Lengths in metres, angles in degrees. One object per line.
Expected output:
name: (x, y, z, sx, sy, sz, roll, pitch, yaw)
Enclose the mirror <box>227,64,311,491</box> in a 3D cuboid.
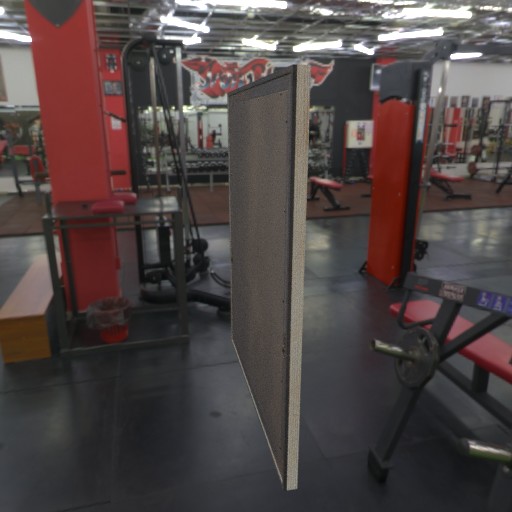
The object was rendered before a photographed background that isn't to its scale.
mirror: (0.000, 0.000, 1.210, 0.032, 0.882, 0.730, -4, 17, -12)
